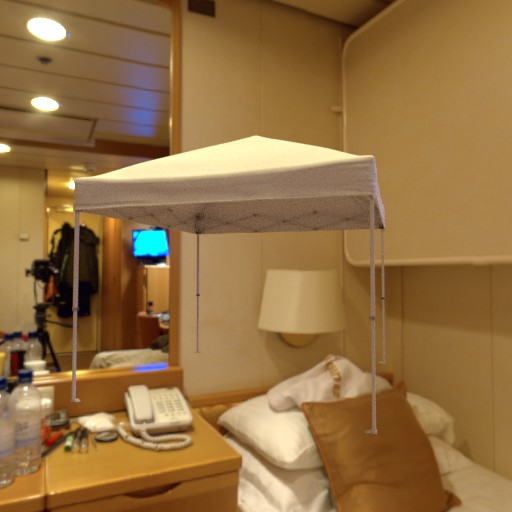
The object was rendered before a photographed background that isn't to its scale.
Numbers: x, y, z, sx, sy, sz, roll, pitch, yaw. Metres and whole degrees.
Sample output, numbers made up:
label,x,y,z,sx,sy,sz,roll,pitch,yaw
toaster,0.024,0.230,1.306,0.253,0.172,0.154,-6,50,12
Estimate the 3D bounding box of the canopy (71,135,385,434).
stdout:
label,x,y,z,sx,sy,sz,roll,pitch,yaw
canopy,0.000,0.000,5.462,2.998,2.997,2.996,-1,-2,18
